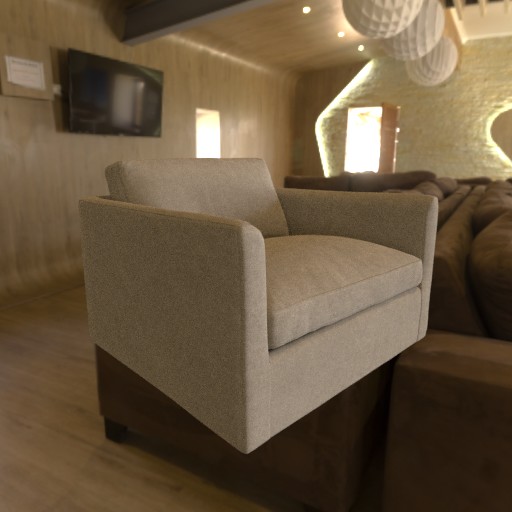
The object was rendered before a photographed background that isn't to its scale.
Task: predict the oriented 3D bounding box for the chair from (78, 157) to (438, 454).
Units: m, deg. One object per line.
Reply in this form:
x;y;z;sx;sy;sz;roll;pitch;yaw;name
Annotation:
0.000;0.000;1.888;1.091;0.845;1.190;12;17;43;chair
